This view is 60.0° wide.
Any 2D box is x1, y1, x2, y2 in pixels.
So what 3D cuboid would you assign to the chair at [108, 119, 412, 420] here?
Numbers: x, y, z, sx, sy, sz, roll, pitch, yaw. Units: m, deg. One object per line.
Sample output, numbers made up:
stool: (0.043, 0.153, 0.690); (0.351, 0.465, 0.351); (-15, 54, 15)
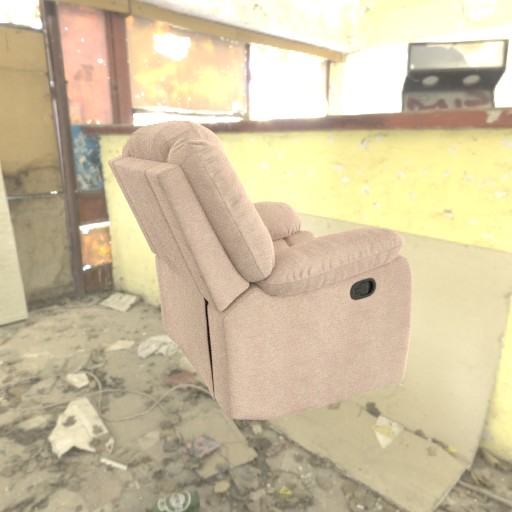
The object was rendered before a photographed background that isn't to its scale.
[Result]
chair: (0.000, 0.000, 1.735); (0.944, 1.008, 0.899); (-7, 16, -26)
